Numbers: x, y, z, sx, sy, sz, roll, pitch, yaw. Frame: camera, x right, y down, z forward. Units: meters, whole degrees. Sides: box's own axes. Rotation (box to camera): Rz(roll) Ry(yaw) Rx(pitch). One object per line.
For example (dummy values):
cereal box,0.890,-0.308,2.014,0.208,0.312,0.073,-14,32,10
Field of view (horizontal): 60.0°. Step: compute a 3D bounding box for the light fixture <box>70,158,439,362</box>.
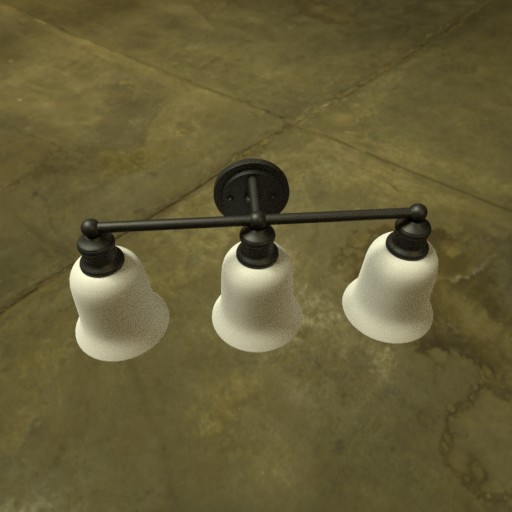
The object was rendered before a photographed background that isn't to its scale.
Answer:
light fixture,0.000,0.000,0.658,0.570,0.211,0.198,-3,45,-3
